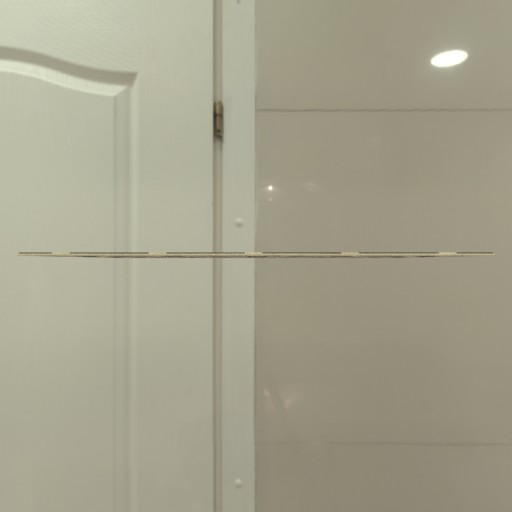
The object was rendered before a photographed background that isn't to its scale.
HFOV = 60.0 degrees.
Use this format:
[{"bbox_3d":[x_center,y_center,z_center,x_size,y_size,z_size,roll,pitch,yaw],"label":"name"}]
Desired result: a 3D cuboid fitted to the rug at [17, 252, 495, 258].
[{"bbox_3d":[0.000,0.000,2.893,2.286,0.016,1.555,0,-1,0],"label":"rug"}]
